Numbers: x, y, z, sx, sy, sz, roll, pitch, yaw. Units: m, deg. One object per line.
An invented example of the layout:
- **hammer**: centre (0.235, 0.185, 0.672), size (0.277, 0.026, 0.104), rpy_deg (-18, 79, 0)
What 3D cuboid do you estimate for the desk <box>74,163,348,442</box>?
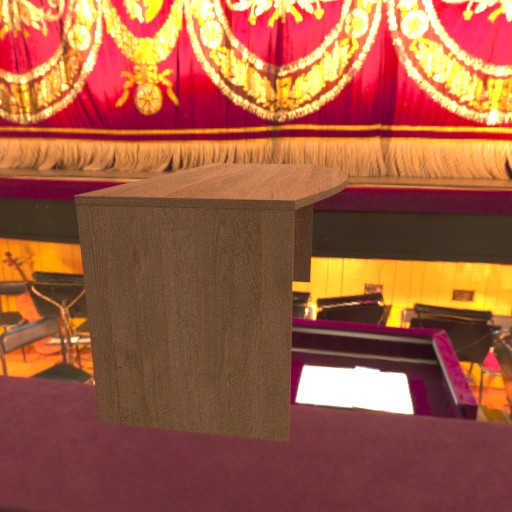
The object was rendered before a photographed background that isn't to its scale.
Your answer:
- **desk**: centre (0.000, 0.000, 2.073), size (0.802, 0.752, 1.600), rpy_deg (2, 15, 9)
